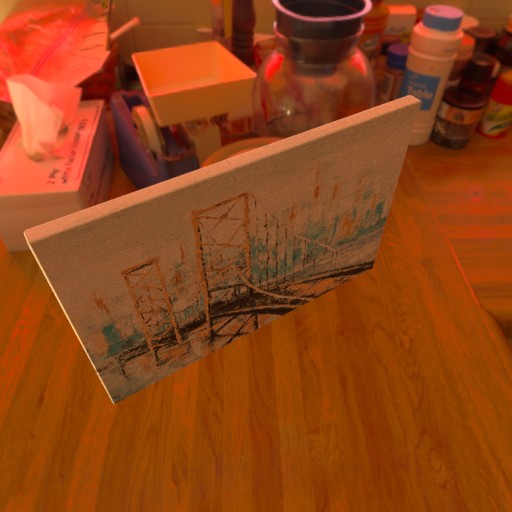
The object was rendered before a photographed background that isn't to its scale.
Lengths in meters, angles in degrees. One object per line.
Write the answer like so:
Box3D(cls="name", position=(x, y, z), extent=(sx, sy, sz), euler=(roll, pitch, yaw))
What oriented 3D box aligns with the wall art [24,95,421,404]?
Box3D(cls="wall art", position=(0.000, 0.000, 1.131), extent=(0.913, 0.609, 0.038), euler=(-24, 52, -21))
